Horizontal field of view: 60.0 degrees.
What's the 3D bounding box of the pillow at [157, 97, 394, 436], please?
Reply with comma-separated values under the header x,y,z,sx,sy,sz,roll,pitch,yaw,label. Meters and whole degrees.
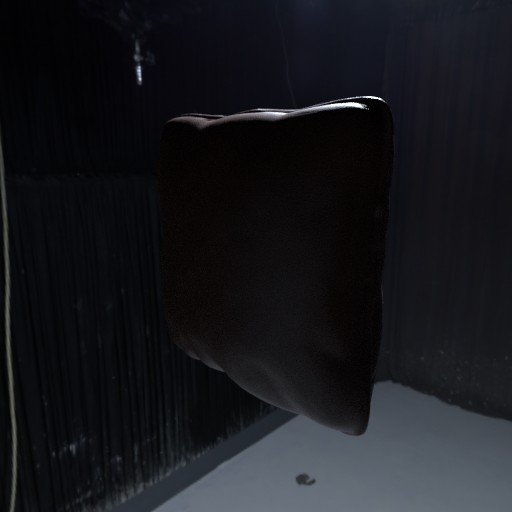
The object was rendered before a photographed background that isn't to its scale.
x,y,z,sx,sy,sz,roll,pitch,yaw,label
0.000,0.000,0.822,0.236,0.523,0.532,-12,18,-42,pillow
